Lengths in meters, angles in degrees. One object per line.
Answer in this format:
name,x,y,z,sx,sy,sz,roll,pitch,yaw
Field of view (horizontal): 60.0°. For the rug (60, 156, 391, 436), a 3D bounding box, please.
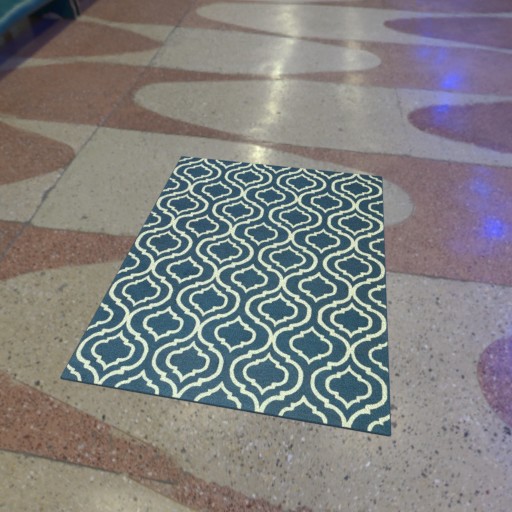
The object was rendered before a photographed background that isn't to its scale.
rug,0.000,0.000,3.960,2.270,0.020,2.881,7,46,7
